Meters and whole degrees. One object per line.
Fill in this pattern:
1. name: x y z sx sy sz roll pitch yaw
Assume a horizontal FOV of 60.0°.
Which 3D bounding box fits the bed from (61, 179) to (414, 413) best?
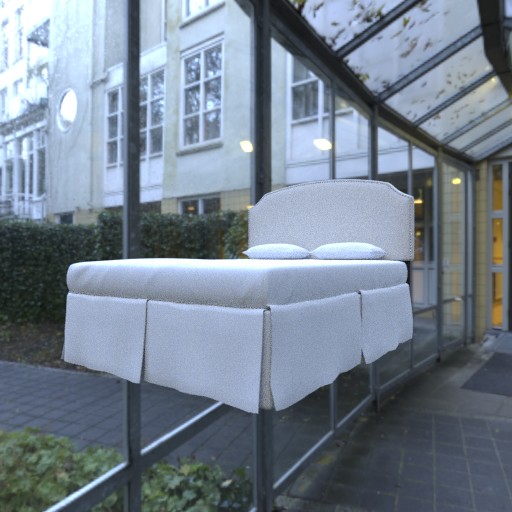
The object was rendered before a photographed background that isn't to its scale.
1. bed: 0.000 0.000 2.985 1.558 1.270 1.999 0 0 36
